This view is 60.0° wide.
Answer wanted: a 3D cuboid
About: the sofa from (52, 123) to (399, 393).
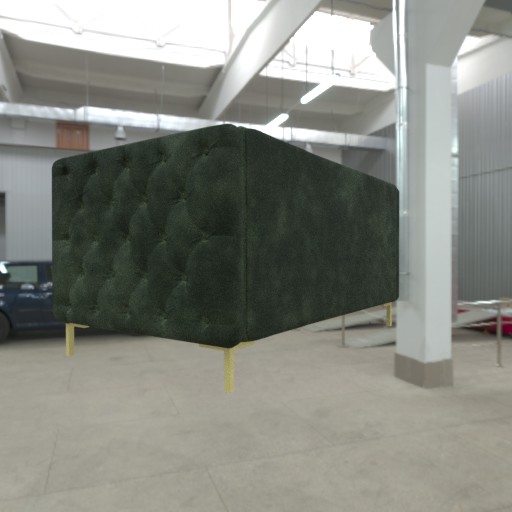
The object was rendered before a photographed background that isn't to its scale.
[{"bbox_3d":[0.000,0.000,2.066,0.895,0.768,1.537,0,1,35],"label":"sofa"}]
